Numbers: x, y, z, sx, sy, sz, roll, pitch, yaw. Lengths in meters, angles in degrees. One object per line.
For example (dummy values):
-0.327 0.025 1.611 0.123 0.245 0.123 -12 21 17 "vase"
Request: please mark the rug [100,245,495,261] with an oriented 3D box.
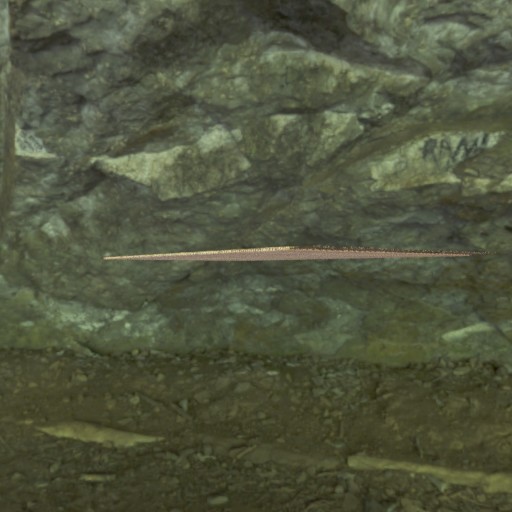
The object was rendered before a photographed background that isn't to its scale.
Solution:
0.000 0.000 1.989 0.905 0.017 1.718 1 -2 -36 "rug"
